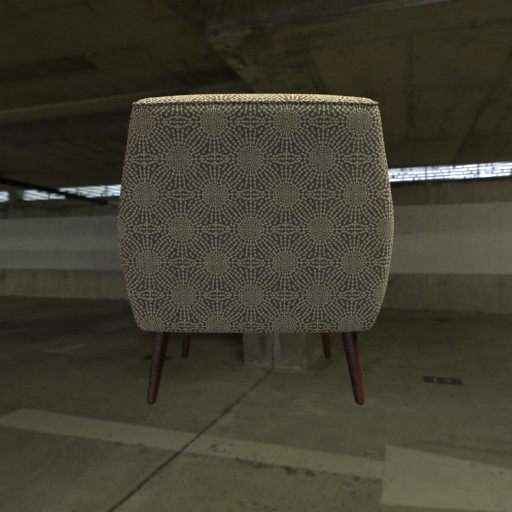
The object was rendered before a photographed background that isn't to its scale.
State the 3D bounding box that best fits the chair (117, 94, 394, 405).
[{"bbox_3d":[0.000,0.000,1.486,0.762,0.838,0.787,0,0,0],"label":"chair"}]
